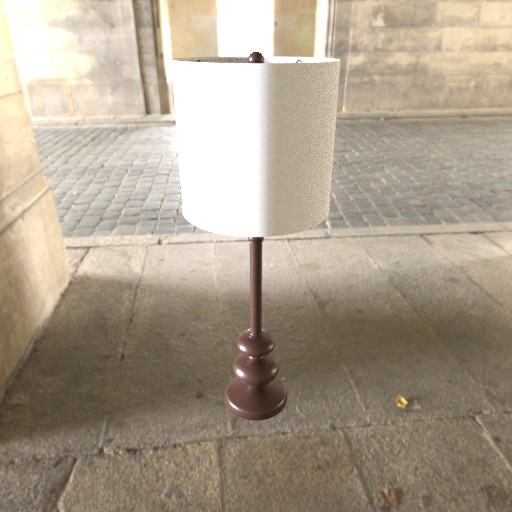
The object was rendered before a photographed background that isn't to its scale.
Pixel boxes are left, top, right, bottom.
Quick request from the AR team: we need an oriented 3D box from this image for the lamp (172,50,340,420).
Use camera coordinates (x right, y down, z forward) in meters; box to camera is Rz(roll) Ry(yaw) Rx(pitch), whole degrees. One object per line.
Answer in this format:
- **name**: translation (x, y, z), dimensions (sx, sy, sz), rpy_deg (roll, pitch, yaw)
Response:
- **lamp**: translation (0.000, 0.000, 0.820), dimensions (0.254, 0.690, 0.254), rpy_deg (19, 32, 33)
